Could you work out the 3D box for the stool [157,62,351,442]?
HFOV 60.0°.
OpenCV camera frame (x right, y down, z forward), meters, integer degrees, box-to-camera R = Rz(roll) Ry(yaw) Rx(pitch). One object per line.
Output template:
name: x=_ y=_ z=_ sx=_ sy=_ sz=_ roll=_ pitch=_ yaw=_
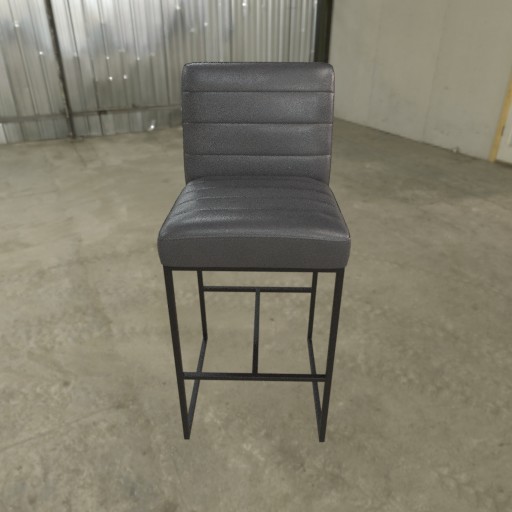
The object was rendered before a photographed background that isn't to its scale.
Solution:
stool: x=0.000 y=0.000 z=1.344 sx=0.457 sy=1.040 sz=0.552 roll=1 pitch=29 yaw=1
